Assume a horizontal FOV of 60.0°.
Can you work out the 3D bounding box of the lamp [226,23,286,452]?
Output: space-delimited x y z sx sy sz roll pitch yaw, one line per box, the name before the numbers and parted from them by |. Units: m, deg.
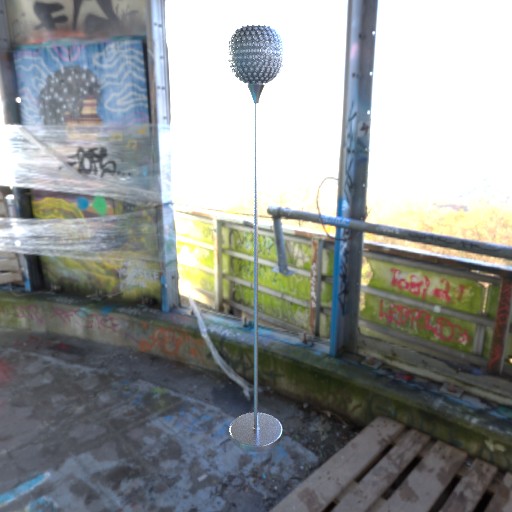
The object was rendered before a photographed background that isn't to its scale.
lamp | 0.000 0.000 1.926 0.254 1.805 0.254 0 15 0
